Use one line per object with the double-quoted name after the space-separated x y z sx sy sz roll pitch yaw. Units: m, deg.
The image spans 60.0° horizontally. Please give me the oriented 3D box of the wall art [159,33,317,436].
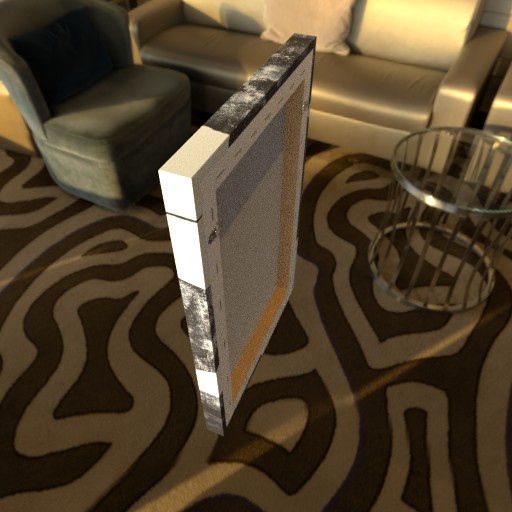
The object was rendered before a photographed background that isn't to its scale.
0.000 0.000 0.782 0.039 0.610 0.407 17 48 16 "wall art"
